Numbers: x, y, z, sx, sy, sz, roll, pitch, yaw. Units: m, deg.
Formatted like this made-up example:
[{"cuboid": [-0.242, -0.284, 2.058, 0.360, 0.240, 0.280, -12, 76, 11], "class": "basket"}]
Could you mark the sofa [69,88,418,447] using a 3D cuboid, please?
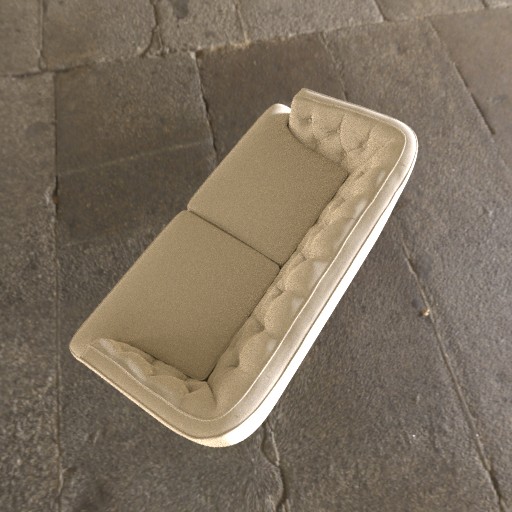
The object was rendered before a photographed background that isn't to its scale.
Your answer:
[{"cuboid": [0.000, 0.000, 2.223, 0.941, 0.855, 1.733, 31, 68, 14], "class": "sofa"}]
